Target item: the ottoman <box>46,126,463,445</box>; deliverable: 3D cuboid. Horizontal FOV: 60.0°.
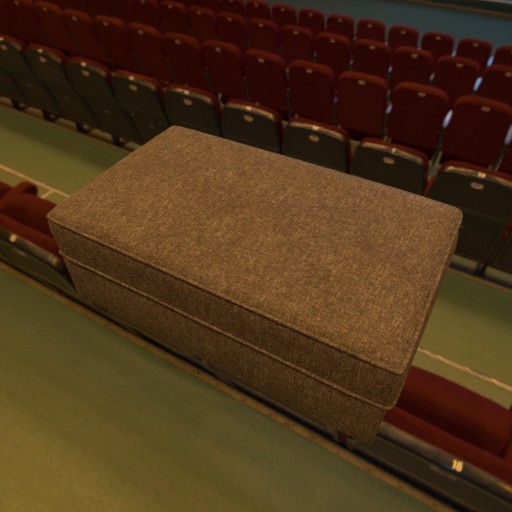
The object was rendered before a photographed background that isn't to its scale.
[{"bbox_3d":[0.000,0.000,1.550,1.184,0.487,0.717,22,49,21],"label":"ottoman"}]
